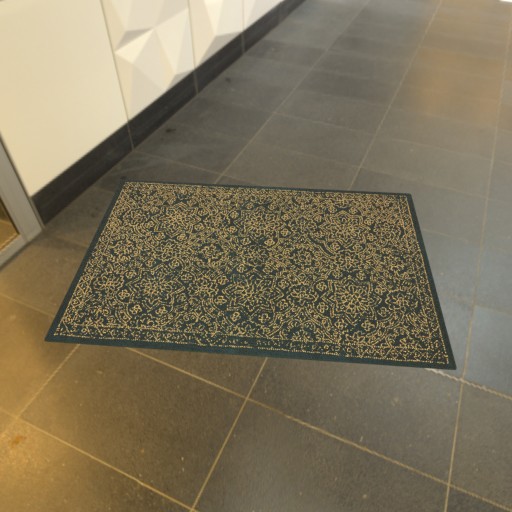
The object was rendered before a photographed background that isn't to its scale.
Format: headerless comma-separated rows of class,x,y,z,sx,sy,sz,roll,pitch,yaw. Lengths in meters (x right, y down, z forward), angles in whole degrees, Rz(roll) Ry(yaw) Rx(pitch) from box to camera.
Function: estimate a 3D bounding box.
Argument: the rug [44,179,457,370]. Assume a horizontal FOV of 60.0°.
rug,0.000,0.000,2.373,1.829,0.010,1.219,3,46,3
